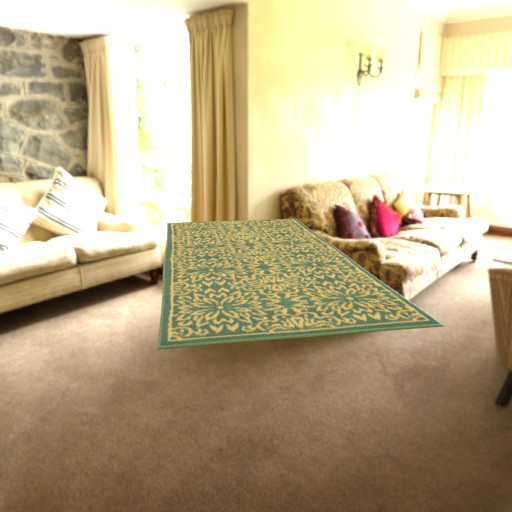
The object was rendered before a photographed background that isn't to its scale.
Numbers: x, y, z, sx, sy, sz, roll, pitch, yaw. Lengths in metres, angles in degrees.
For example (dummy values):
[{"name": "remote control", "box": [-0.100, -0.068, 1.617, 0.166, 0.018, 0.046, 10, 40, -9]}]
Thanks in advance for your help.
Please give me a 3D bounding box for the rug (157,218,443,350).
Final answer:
[{"name": "rug", "box": [0.000, 0.000, 1.479, 0.604, 0.007, 1.219, -3, 16, -10]}]
